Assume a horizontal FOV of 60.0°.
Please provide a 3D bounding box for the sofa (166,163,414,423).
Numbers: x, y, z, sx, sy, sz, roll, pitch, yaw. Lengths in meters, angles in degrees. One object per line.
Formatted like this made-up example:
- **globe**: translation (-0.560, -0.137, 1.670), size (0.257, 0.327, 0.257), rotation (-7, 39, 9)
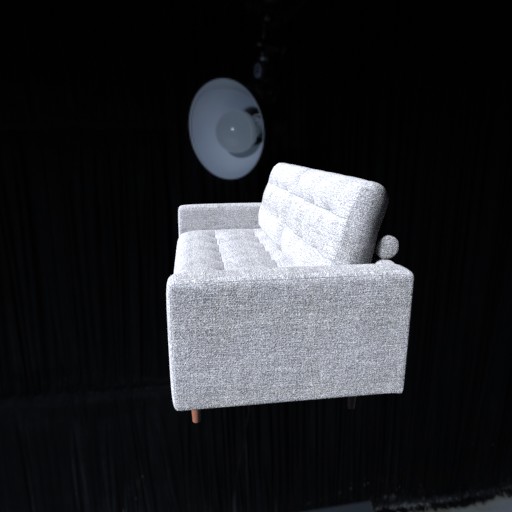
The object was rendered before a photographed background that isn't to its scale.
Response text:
- **sofa**: translation (0.000, 0.000, 2.345), size (0.863, 0.902, 1.821), rotation (-2, 14, -8)
